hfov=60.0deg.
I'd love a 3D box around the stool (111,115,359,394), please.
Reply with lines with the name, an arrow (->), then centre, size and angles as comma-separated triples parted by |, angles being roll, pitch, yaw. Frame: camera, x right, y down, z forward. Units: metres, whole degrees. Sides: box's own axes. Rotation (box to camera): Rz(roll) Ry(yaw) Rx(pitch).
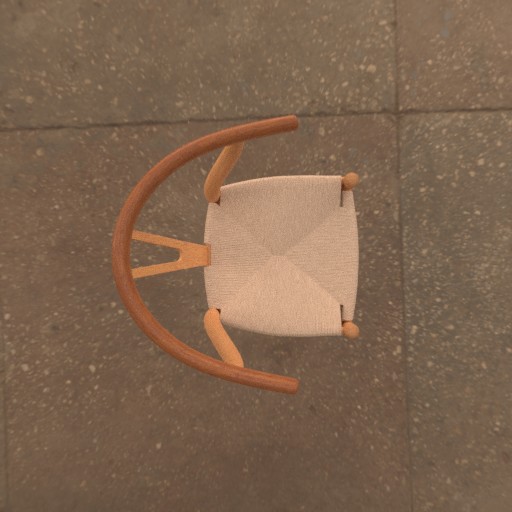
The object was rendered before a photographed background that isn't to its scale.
stool -> 0.000, 0.000, 1.374 | 0.561, 1.068, 0.574 | 0, 90, 0
